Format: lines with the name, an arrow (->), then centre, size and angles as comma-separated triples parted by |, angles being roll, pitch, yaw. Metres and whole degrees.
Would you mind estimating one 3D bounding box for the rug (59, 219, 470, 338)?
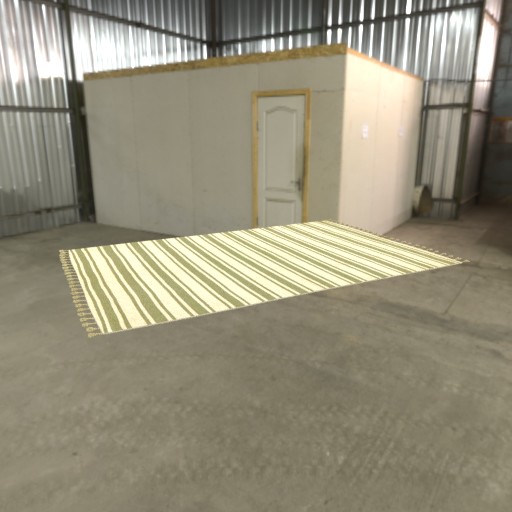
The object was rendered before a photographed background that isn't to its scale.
rug -> 0.000, 0.000, 3.073 | 2.435, 0.018, 1.540 | -8, 18, -26
